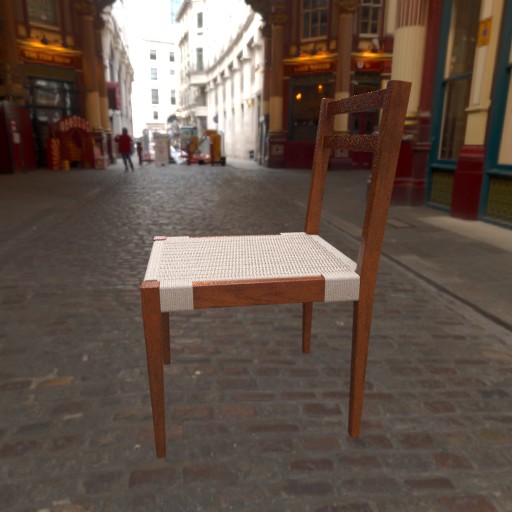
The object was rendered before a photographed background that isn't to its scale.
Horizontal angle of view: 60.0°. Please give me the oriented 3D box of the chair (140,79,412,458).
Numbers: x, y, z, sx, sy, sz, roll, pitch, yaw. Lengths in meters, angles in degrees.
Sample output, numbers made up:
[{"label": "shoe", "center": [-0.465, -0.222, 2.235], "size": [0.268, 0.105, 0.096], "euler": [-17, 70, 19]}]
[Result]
[{"label": "chair", "center": [0.000, 0.000, 1.205], "size": [0.569, 0.851, 0.495], "euler": [-2, 15, -9]}]
